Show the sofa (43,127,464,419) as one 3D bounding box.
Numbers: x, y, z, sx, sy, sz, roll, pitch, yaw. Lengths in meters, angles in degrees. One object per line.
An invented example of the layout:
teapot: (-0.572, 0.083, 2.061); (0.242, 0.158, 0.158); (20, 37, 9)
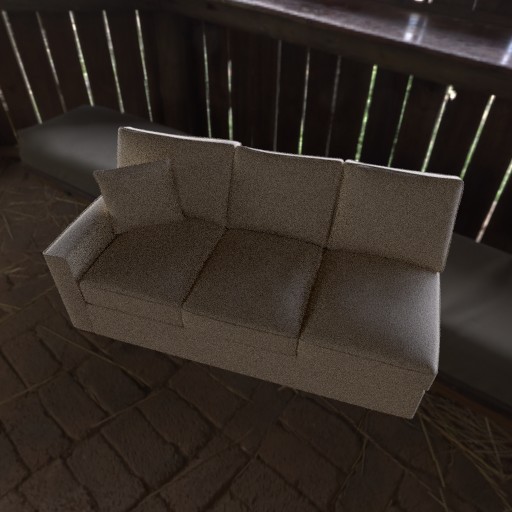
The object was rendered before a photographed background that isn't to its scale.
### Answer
sofa: (0.000, 0.000, 2.460); (1.962, 0.946, 1.034); (12, 43, 13)
